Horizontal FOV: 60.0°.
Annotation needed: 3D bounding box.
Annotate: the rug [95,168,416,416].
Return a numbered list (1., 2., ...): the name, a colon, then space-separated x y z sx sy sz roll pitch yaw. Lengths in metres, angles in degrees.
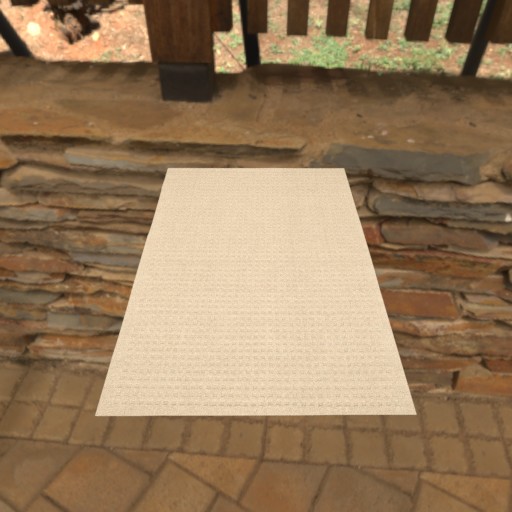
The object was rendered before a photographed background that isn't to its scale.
1. rug: 0.000 0.000 2.955 1.523 0.006 2.289 0 41 0
